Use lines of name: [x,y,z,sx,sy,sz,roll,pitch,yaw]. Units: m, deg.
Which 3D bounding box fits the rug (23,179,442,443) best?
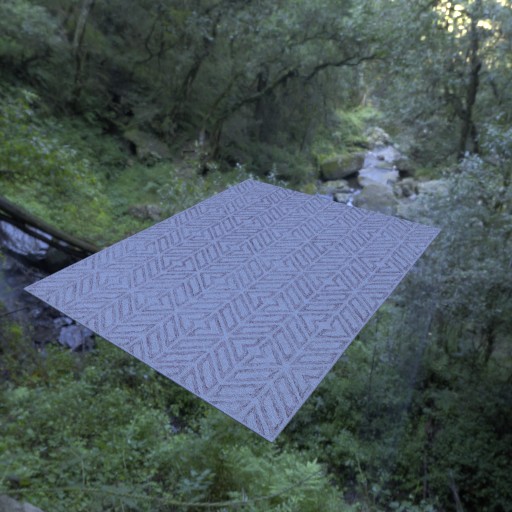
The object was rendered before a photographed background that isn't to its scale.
rug: [0.000,0.000,4.010,2.421,0.008,3.045,20,36,30]
